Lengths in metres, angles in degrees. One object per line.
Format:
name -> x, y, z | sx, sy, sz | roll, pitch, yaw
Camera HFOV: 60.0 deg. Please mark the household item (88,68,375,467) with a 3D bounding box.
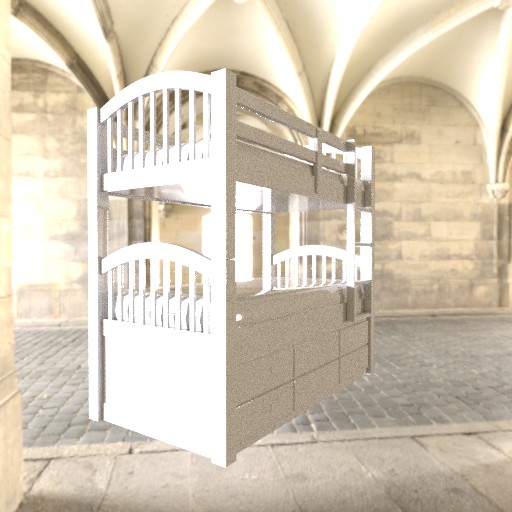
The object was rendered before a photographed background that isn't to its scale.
household item -> 0.000, 0.000, 3.281 | 1.143, 2.032, 2.032 | 1, 1, 35
